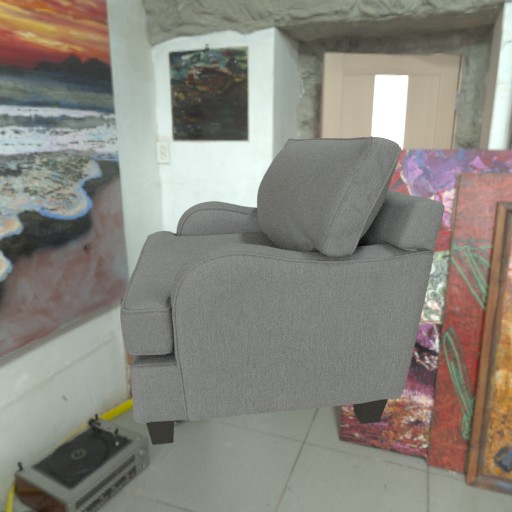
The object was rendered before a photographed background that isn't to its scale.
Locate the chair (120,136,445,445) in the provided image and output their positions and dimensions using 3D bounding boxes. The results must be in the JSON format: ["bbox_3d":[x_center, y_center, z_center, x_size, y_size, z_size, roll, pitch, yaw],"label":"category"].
[{"bbox_3d":[0.000,0.000,1.965,1.041,1.016,1.220,-2,15,-9],"label":"chair"}]
